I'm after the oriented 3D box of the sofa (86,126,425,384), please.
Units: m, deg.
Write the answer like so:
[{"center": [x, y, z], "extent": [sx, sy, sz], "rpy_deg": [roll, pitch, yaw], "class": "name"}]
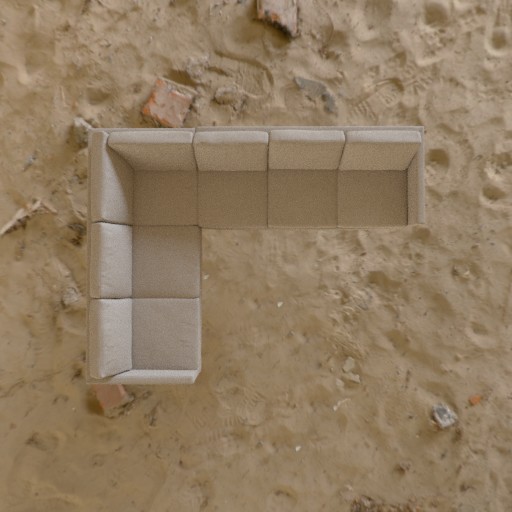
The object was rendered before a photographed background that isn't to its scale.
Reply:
[{"center": [0.000, 0.000, 4.385], "extent": [3.182, 0.863, 2.432], "rpy_deg": [0, 89, 1], "class": "sofa"}]
